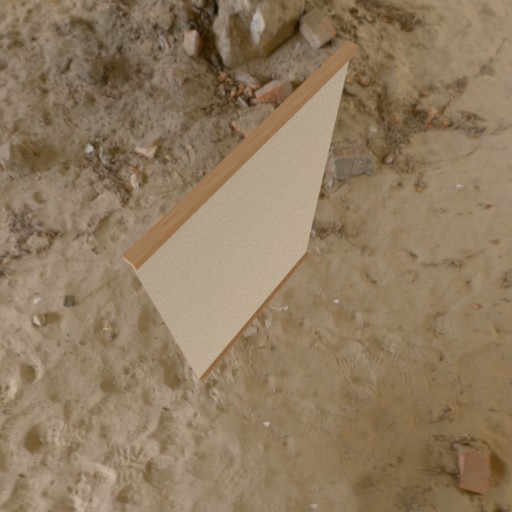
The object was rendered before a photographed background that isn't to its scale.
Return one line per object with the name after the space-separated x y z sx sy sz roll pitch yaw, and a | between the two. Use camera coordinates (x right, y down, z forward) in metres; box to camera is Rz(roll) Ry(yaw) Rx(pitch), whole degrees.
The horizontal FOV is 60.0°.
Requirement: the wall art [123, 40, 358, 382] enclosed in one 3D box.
0.000 0.000 1.922 0.040 1.510 0.991 36 69 16 | wall art
